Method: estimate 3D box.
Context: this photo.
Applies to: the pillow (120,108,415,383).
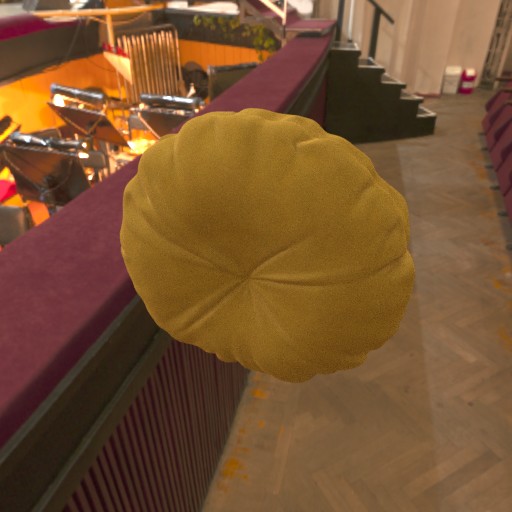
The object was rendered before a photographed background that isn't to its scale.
[{"bbox_3d":[0.000,0.000,0.631,0.428,0.407,0.148,11,35,16],"label":"pillow"}]
